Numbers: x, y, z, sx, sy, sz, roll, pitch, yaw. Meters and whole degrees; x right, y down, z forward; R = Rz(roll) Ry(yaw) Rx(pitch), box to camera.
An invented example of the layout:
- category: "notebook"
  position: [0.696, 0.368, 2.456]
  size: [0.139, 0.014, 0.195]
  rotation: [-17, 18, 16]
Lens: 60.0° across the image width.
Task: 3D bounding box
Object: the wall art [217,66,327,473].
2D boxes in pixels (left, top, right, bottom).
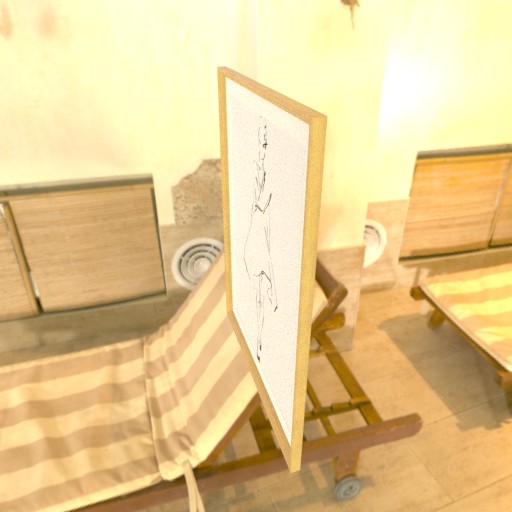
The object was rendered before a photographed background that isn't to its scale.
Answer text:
- category: "wall art"
  position: [0.000, 0.000, 1.371]
  size: [0.030, 1.002, 0.798]
  rotation: [-8, 30, -14]
